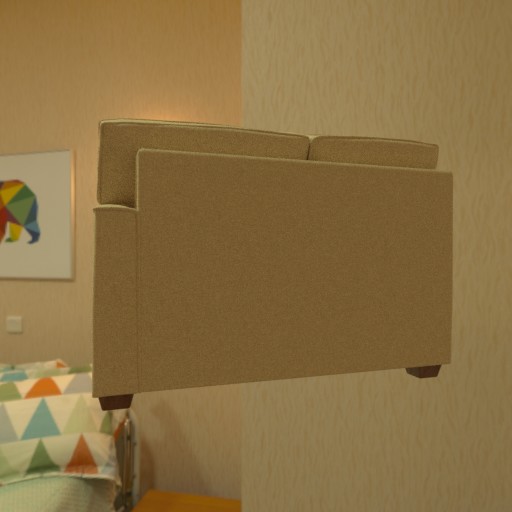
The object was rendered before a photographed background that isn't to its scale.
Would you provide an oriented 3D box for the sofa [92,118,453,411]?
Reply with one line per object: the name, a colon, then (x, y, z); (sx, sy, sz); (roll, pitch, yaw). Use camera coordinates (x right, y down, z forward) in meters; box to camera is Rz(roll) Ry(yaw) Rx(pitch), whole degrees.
sofa: (0.000, 0.000, 2.019); (1.388, 0.989, 0.991); (0, 0, -18)
